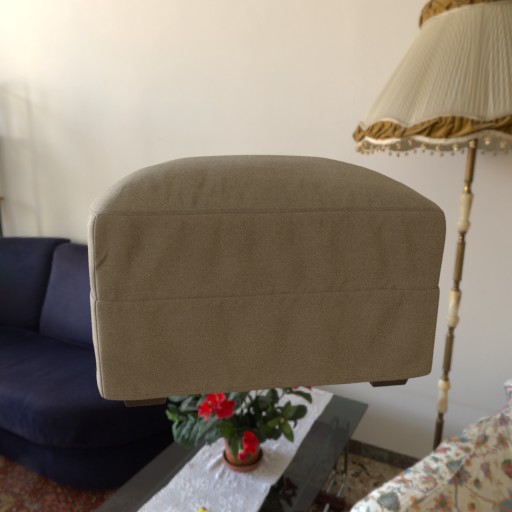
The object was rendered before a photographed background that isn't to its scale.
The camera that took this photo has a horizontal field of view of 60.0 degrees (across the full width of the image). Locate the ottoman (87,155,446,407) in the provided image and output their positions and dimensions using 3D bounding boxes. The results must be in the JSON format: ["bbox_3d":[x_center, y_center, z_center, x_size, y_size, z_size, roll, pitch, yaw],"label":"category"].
[{"bbox_3d":[0.000,0.000,1.079,0.712,0.480,0.584,-2,13,-8],"label":"ottoman"}]
